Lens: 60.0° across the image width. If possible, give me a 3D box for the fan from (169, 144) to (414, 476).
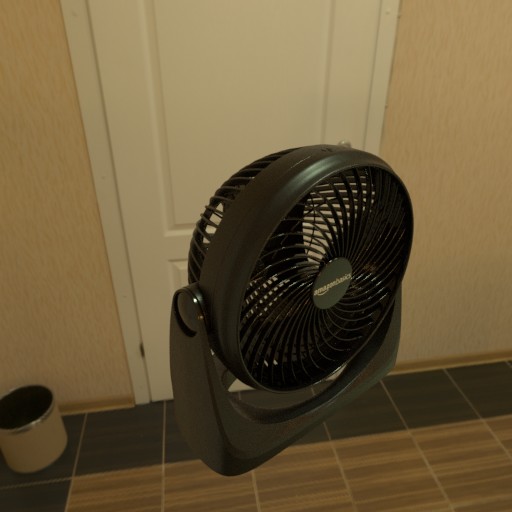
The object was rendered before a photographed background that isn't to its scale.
[{"bbox_3d":[0.000,0.000,0.487,0.273,0.277,0.256,-21,35,-33],"label":"fan"}]
